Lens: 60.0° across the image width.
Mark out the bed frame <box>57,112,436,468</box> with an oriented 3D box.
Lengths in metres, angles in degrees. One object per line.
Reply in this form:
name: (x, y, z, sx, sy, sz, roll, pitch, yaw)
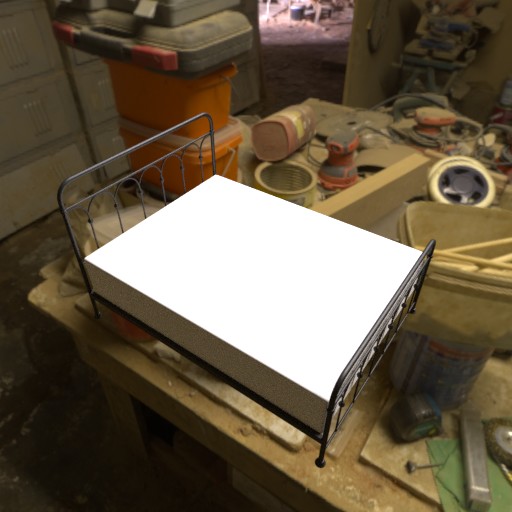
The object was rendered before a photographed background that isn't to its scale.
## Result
bed frame: (0.000, 0.000, 3.360, 2.203, 1.276, 1.664, 25, 46, 27)
